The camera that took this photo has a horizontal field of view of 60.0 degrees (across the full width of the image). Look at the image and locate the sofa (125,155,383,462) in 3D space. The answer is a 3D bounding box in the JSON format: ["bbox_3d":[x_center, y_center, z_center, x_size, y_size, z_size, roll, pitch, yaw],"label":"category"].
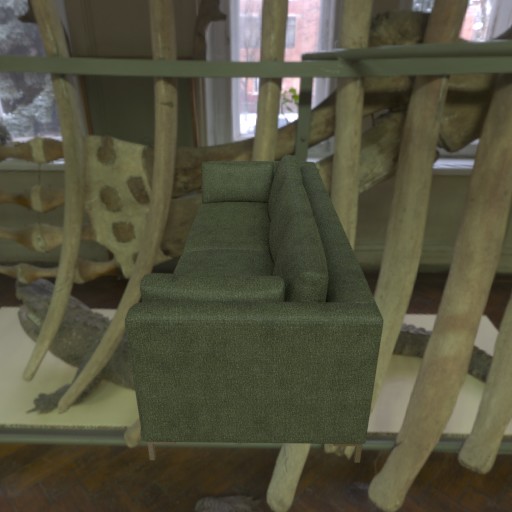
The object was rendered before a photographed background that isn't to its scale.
[{"bbox_3d":[0.000,0.000,2.838,0.969,0.867,2.415,0,25,1],"label":"sofa"}]
